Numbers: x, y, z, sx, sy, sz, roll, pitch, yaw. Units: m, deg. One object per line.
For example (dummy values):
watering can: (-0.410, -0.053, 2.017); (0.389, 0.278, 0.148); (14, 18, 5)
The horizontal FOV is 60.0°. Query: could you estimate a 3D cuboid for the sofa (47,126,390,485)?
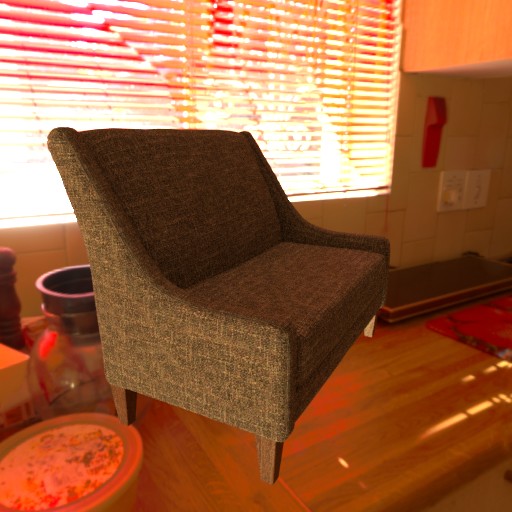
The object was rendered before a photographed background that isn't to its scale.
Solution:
sofa: (0.000, 0.000, 1.834); (0.870, 1.021, 1.242); (8, 17, 28)
